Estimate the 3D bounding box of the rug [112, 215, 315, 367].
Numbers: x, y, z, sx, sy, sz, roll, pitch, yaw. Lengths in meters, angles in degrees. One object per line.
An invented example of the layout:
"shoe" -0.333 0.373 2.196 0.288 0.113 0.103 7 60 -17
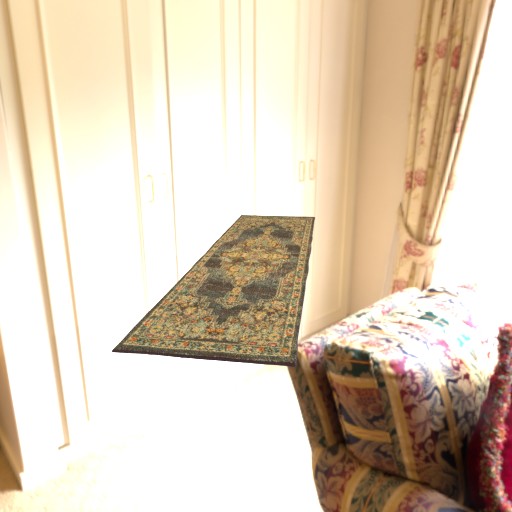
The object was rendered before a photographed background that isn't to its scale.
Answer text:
"rug" 0.000 0.000 2.472 0.602 0.016 2.283 3 17 8
